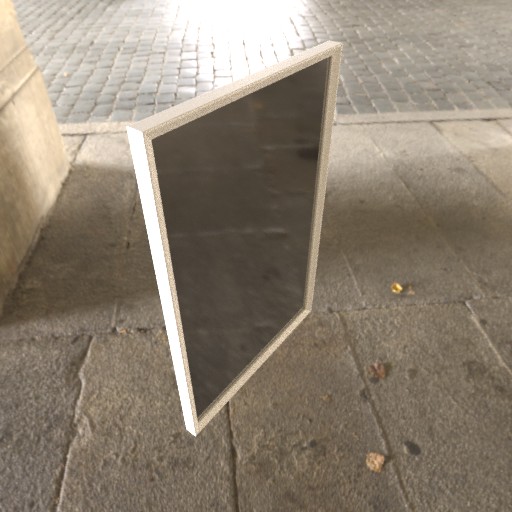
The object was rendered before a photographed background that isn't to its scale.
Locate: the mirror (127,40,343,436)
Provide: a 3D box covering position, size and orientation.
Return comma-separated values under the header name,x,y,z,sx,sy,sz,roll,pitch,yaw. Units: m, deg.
name,x,y,z,sx,sy,sz,roll,pitch,yaw
mirror,0.000,0.000,1.155,0.041,0.915,0.609,27,47,28
